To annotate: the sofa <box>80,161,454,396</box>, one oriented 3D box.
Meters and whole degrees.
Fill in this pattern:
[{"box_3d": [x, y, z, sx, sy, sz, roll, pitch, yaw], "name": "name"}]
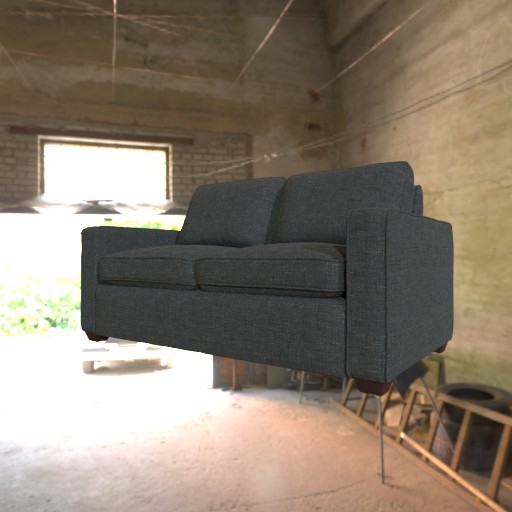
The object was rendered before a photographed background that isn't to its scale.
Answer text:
[{"box_3d": [0.000, 0.000, 2.256, 1.709, 0.918, 0.947, 0, 0, 36], "name": "sofa"}]
